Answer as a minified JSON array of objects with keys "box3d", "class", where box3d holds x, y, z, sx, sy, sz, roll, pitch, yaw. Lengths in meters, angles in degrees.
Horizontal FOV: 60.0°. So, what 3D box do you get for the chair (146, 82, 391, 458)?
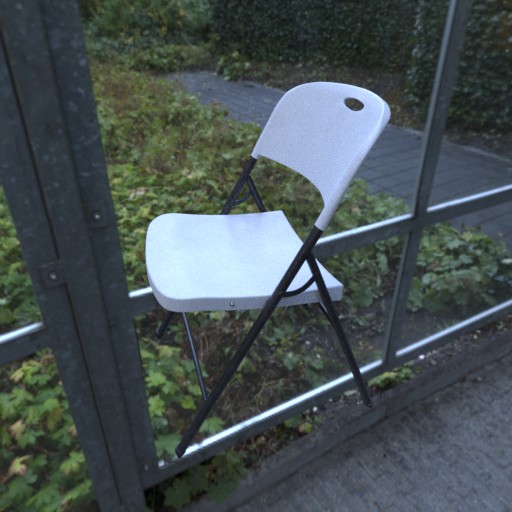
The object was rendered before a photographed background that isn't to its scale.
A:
[{"box3d":[0.000,0.000,1.174,0.566,0.810,0.494,-9,32,-14],"class":"chair"}]
